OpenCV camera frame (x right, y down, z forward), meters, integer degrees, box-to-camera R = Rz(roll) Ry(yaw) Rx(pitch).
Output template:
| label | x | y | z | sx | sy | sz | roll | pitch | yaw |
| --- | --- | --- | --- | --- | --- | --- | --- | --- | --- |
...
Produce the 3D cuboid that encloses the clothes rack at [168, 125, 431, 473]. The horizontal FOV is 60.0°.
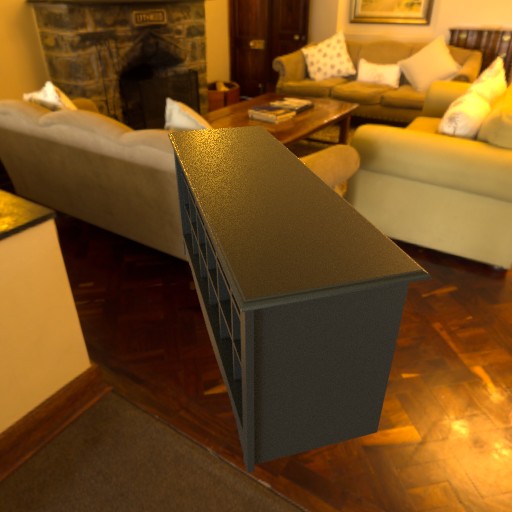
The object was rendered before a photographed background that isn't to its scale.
| label | x | y | z | sx | sy | sz | roll | pitch | yaw |
| --- | --- | --- | --- | --- | --- | --- | --- | --- | --- |
| clothes rack | 0.000 | 0.000 | 1.507 | 0.406 | 0.556 | 1.219 | -8 | 32 | -14 |
